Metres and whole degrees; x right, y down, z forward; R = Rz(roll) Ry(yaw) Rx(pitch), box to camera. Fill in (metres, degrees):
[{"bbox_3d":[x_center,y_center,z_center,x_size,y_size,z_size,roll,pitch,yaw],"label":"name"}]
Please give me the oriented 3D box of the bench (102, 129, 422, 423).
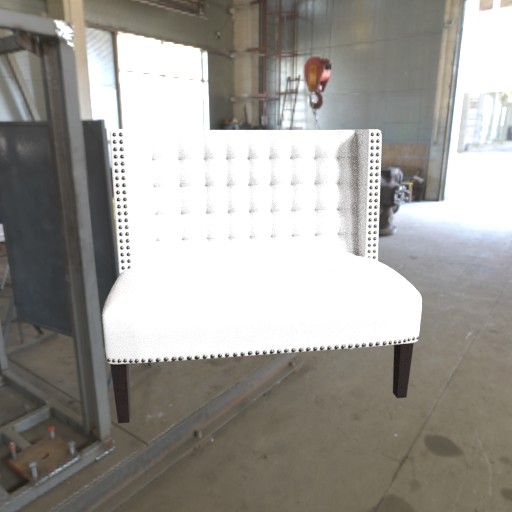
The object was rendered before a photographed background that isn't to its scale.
[{"bbox_3d":[0.000,0.000,2.042,1.280,1.123,0.847,-2,16,-8],"label":"bench"}]
